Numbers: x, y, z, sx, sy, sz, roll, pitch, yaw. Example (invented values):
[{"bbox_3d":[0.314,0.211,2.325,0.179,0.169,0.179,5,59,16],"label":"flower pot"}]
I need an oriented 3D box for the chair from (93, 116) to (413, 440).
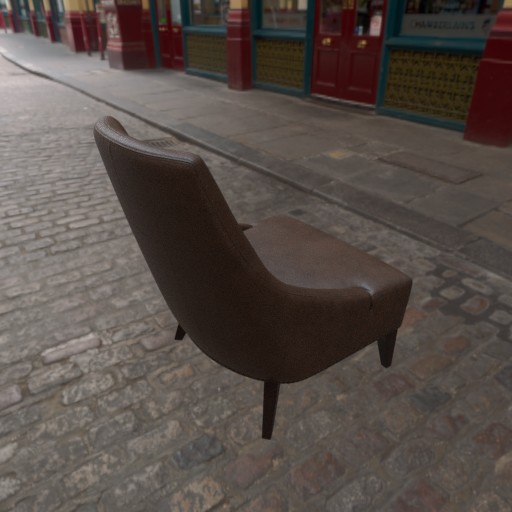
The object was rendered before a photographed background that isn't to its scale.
[{"bbox_3d":[0.000,0.000,1.475,0.861,0.909,0.701,-19,34,-31],"label":"chair"}]
